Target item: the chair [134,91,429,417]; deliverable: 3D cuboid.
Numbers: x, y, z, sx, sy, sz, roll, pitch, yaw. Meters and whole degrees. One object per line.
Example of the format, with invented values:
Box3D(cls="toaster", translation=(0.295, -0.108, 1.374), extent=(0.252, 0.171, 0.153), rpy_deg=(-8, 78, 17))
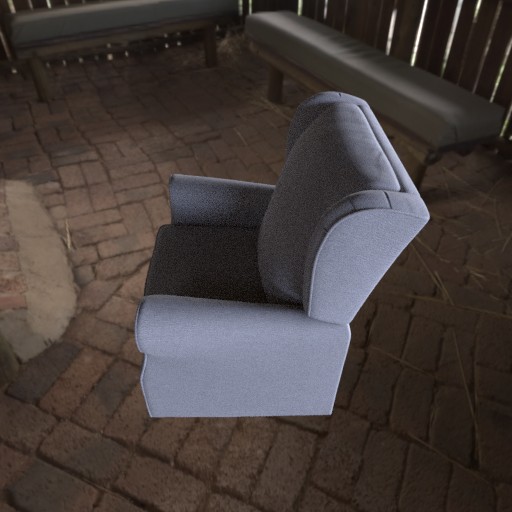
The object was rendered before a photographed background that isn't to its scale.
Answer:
Box3D(cls="chair", translation=(0.000, 0.000, 1.664), extent=(0.854, 0.966, 0.906), rpy_deg=(-1, 40, -1))
